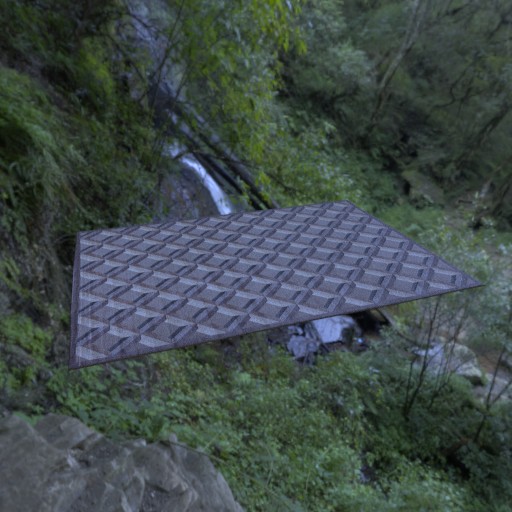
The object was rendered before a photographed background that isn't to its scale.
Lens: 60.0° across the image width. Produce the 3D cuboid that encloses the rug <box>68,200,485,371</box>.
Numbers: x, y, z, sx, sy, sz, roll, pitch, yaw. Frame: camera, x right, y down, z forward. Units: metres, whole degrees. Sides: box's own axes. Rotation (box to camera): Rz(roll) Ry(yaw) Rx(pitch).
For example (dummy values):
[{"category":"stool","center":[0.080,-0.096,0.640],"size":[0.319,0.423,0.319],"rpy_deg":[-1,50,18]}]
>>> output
[{"category":"rug","center":[0.000,0.000,2.909],"size":[2.260,0.013,1.600],"rpy_deg":[-9,27,-17]}]
